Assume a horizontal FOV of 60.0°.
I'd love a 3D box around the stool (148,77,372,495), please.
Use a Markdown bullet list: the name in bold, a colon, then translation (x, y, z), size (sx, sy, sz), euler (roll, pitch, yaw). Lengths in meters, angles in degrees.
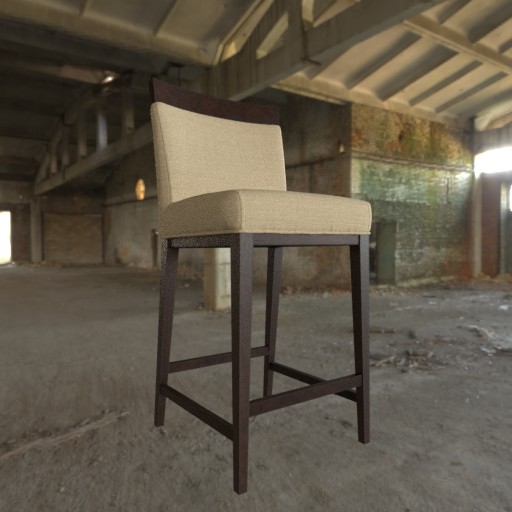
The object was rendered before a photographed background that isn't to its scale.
- **stool**: translation (0.000, 0.000, 1.387), size (0.511, 1.117, 0.531), euler (-1, 2, -36)
